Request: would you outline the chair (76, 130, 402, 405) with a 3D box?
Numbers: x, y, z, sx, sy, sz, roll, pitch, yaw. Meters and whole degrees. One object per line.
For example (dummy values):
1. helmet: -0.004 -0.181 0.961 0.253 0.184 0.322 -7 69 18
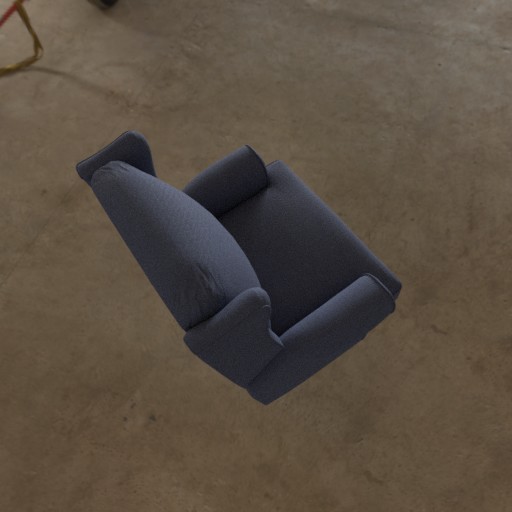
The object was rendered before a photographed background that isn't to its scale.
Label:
1. chair: 0.000 0.000 1.731 0.877 1.020 0.971 -30 63 -17
